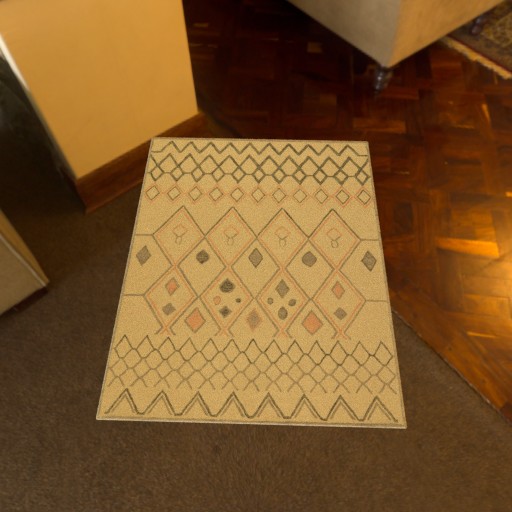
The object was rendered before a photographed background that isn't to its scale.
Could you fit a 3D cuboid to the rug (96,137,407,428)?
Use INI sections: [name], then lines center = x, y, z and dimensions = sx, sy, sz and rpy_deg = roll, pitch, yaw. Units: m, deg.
[rug]
center = 0.000, 0.000, 4.244
dimensions = 2.441, 0.016, 3.050
rpy_deg = 1, 60, 1
